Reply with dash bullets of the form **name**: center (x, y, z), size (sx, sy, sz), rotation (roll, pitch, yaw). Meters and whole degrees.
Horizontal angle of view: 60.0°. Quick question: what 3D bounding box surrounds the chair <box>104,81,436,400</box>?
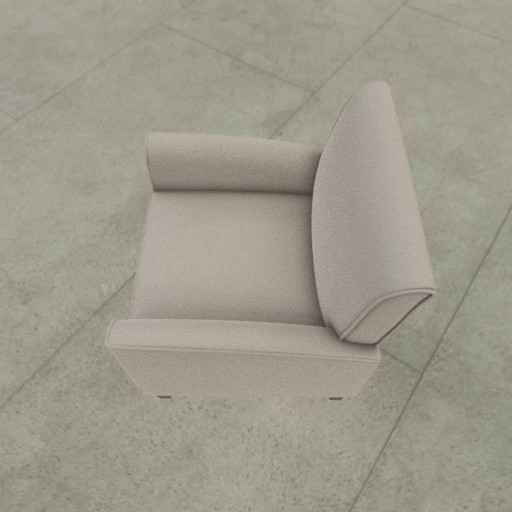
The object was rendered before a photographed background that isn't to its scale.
- **chair**: center (0.000, 0.000, 1.539), size (0.820, 0.915, 0.820), rotation (0, 58, 0)
